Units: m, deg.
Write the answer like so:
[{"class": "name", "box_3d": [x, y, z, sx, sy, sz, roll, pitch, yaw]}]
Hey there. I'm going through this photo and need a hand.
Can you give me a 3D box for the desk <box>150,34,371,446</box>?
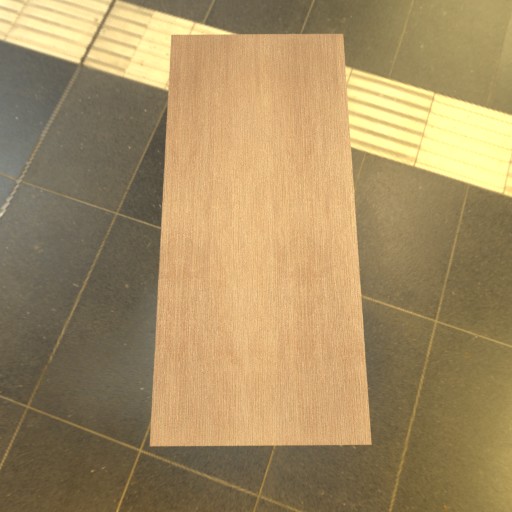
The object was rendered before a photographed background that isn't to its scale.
[{"class": "desk", "box_3d": [0.000, 0.000, 1.414, 0.470, 0.762, 1.016, 0, 75, 0]}]
